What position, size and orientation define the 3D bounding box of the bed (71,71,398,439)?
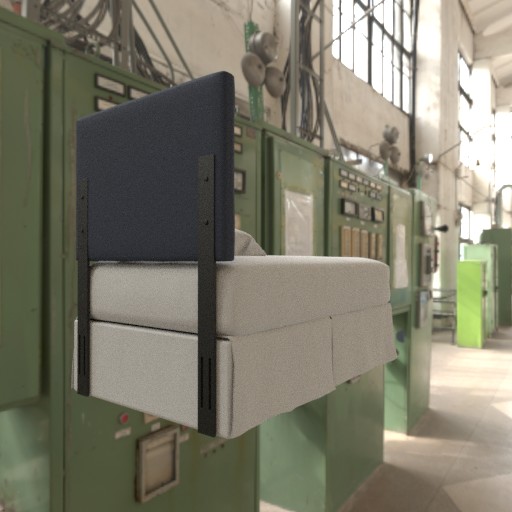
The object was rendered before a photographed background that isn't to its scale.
[{"bbox_3d":[0.000,0.000,2.989,1.261,1.571,1.997,0,-1,37],"label":"bed"}]
